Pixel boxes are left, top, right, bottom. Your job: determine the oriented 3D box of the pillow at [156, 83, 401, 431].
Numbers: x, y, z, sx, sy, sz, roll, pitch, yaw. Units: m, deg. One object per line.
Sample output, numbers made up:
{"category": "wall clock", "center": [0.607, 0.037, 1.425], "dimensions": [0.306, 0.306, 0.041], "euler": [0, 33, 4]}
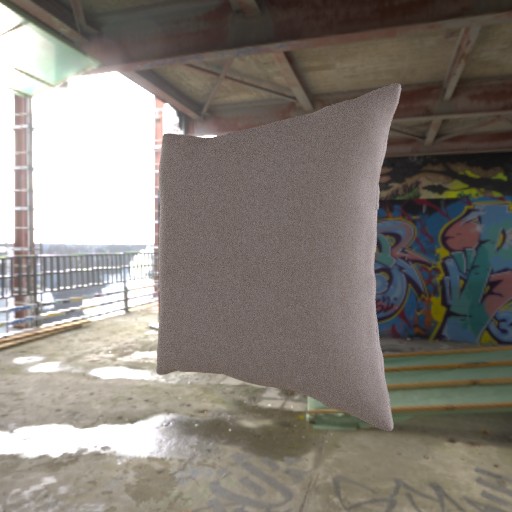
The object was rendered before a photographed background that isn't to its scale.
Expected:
{"category": "pillow", "center": [0.000, 0.000, 0.676], "dimensions": [0.433, 0.436, 0.173], "euler": [1, 2, 37]}
